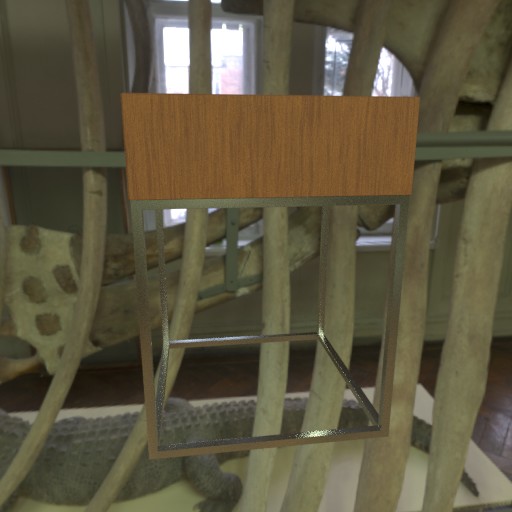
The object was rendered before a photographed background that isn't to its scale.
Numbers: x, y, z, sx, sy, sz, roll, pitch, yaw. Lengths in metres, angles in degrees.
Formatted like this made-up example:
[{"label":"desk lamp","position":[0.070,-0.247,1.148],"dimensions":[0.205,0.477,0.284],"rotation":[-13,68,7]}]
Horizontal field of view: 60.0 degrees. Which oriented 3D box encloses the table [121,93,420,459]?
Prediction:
[{"label":"table","position":[0.000,0.000,0.839],"dimensions":[0.398,0.540,0.397],"rotation":[-2,15,-8]}]
